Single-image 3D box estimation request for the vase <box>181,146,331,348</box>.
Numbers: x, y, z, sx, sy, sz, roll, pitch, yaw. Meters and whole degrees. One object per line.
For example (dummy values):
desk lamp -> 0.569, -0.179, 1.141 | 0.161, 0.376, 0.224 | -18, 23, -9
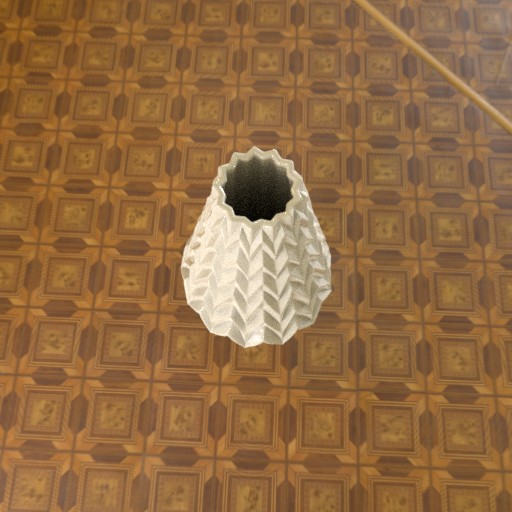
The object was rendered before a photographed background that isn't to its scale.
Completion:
vase -> 0.000, 0.000, 0.426 | 0.167, 0.328, 0.167 | 0, 75, 0
